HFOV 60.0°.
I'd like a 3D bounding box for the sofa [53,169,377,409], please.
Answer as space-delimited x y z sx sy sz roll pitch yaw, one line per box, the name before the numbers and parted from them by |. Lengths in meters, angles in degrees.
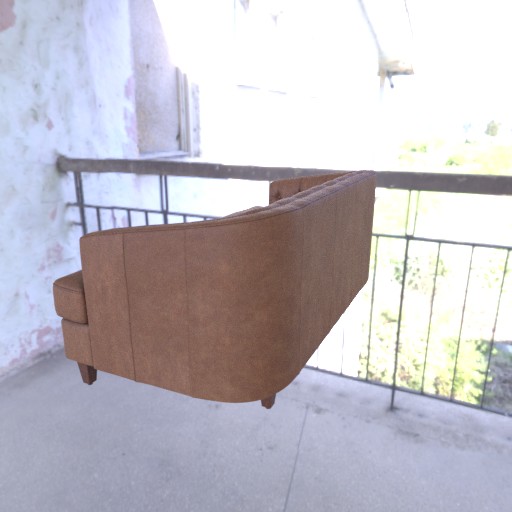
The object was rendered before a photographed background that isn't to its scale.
sofa | 0.000 0.000 2.273 0.914 0.786 1.755 8 19 25
